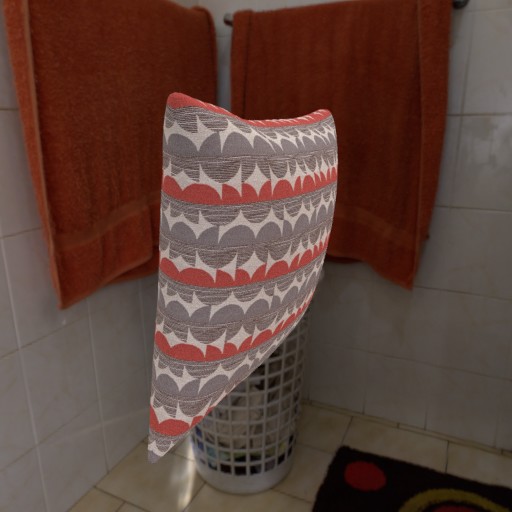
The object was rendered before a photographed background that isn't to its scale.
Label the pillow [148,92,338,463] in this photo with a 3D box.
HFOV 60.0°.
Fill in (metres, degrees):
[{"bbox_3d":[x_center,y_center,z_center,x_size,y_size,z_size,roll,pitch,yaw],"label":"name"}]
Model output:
[{"bbox_3d":[0.000,0.000,0.629,0.180,0.410,0.420,8,18,26],"label":"pillow"}]
